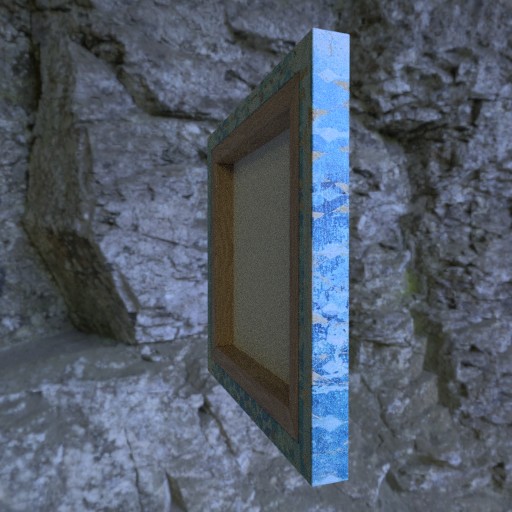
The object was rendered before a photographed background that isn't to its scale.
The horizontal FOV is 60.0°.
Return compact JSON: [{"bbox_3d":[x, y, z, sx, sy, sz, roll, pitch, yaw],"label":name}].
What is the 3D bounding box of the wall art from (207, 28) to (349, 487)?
[{"bbox_3d":[0.000,0.000,0.587,0.037,0.405,0.405,0,1,-19],"label":"wall art"}]
